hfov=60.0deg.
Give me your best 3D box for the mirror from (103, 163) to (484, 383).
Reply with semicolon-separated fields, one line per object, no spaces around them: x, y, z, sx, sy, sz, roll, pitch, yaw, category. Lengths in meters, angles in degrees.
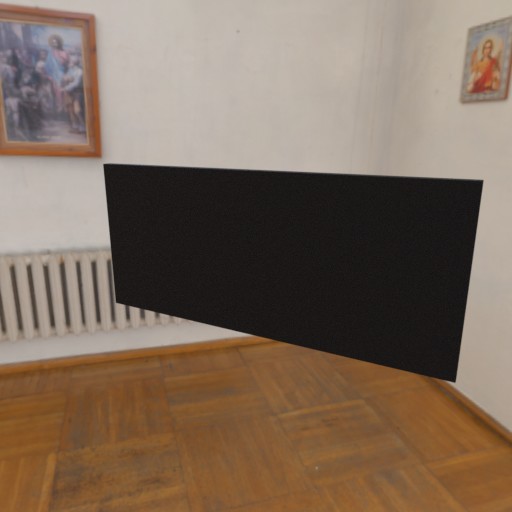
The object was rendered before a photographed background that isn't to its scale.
0.000;0.000;1.813;1.584;0.692;0.047;8;18;27;mirror
